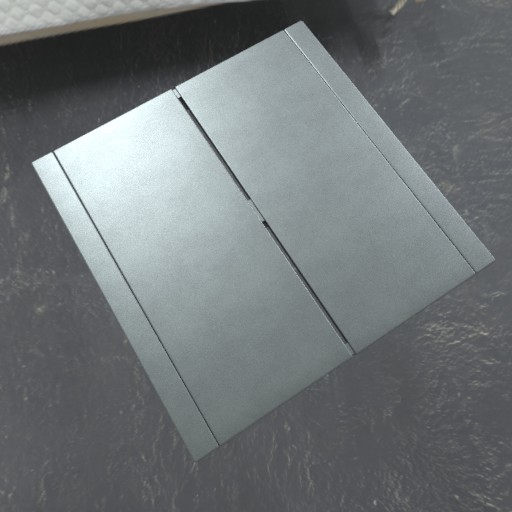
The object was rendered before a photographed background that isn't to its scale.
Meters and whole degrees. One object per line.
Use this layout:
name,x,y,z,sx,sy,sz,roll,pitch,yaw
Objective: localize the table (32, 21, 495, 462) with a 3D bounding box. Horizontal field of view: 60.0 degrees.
table,0.000,0.000,0.908,0.508,0.508,0.508,-31,77,-8
